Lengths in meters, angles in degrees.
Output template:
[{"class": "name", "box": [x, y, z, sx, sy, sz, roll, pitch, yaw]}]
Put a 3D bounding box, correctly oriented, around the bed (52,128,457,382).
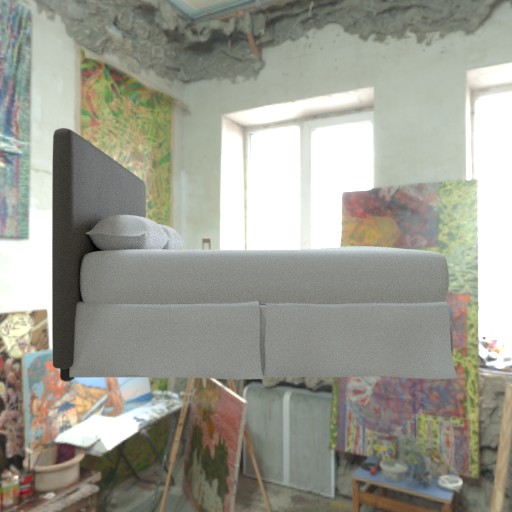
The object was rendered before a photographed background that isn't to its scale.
[{"class": "bed", "box": [0.000, 0.000, 3.123, 2.142, 1.330, 1.723, 0, 0, -1]}]
